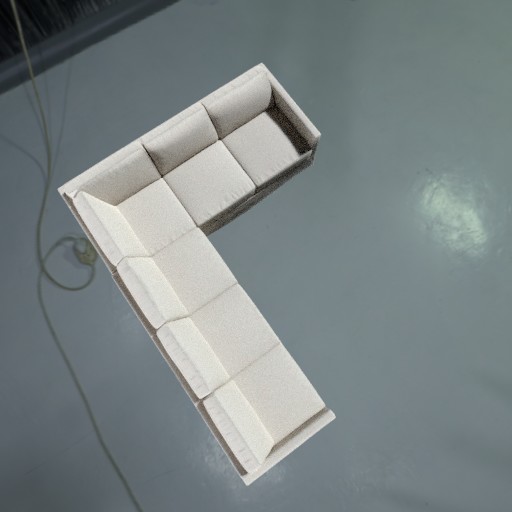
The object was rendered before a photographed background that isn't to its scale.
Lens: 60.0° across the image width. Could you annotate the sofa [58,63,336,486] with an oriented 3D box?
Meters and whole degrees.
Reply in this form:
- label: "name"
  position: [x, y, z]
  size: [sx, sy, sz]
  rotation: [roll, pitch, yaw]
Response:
- label: "sofa"
  position: [0.000, 0.000, 4.312]
  size: [2.432, 0.871, 3.182]
  rotation: [-35, 78, -8]
